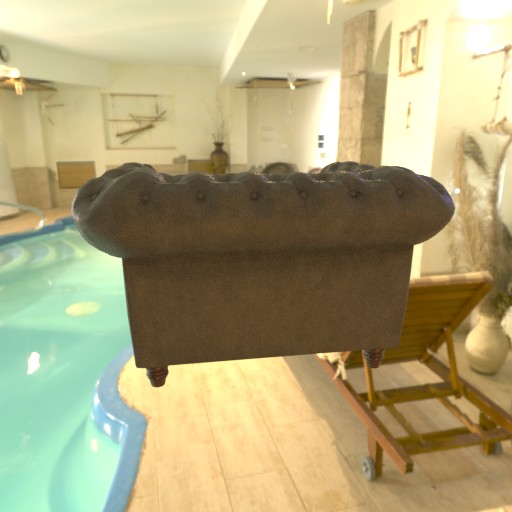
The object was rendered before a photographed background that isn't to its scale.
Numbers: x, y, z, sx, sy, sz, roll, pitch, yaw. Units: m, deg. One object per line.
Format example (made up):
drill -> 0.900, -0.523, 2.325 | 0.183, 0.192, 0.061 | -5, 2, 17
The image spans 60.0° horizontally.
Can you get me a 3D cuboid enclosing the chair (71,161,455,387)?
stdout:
chair -> 0.000, 0.000, 1.874 | 1.298, 0.780, 0.943 | -2, 15, -9
